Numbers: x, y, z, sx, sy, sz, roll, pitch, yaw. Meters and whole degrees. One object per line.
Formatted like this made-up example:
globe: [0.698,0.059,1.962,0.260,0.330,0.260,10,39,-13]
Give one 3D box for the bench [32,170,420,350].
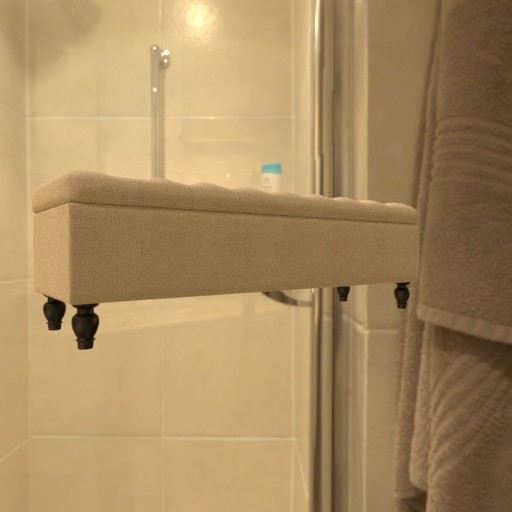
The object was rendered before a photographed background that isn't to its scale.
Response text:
bench: [0.000,0.000,1.688,1.480,0.467,0.455,0,1,-37]
